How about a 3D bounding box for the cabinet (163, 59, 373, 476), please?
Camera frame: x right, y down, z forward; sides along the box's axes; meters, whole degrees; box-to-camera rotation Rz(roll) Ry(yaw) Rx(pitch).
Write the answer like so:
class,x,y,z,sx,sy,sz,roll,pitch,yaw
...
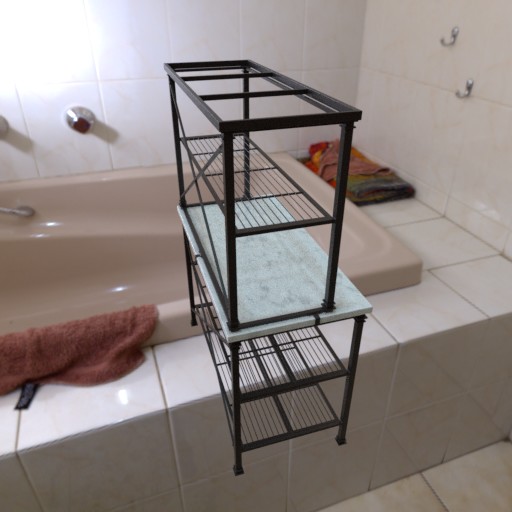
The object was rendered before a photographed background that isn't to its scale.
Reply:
class,x,y,z,sx,sy,sz,roll,pitch,yaw
cabinet,0.000,0.000,2.221,0.610,1.659,1.210,-9,32,-15
